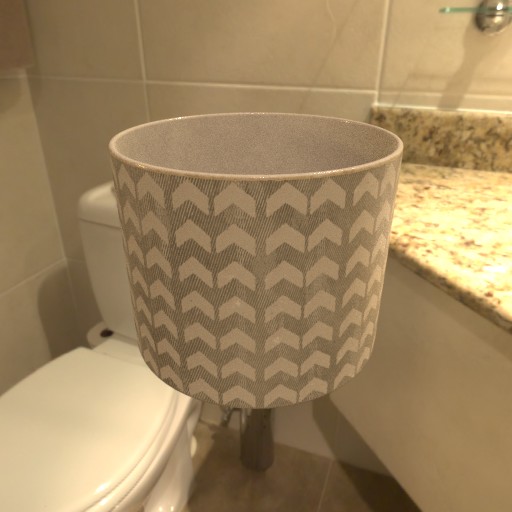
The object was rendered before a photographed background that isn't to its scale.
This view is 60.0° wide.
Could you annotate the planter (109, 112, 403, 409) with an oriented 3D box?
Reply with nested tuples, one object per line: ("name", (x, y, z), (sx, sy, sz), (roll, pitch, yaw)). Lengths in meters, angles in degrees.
("planter", (0.000, 0.000, 0.445), (0.250, 0.239, 0.250), (0, 27, 0))
